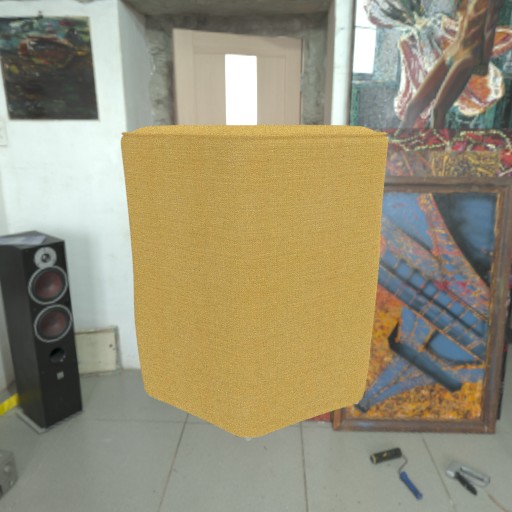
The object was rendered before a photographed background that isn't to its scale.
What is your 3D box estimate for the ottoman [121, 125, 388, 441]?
[{"bbox_3d":[0.000,0.000,0.889,0.494,0.502,0.443,-8,19,-25],"label":"ottoman"}]
